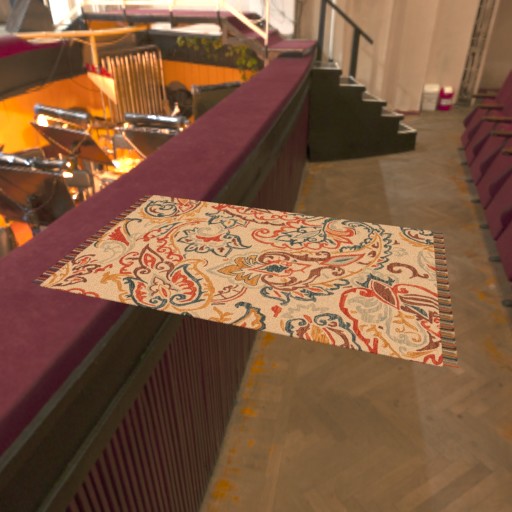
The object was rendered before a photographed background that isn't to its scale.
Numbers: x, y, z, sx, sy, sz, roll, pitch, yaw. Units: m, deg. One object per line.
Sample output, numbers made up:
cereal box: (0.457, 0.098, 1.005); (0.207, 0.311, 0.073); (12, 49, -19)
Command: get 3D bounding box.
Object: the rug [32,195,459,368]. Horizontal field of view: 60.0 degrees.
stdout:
rug: (0.000, 0.000, 3.160); (2.584, 0.010, 1.523); (9, 32, 15)
